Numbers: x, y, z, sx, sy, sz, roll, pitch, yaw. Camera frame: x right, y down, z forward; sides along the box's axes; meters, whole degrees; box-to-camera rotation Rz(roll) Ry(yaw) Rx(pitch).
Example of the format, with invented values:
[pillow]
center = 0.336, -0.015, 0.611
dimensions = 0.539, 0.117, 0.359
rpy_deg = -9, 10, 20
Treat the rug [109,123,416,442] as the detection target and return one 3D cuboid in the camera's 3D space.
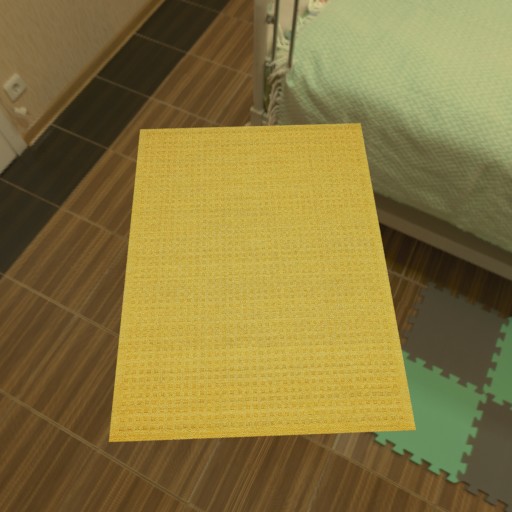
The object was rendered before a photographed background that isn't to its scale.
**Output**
[rug]
center = 0.000, 0.000, 4.294
dimensions = 2.486, 0.015, 3.242
rpy_deg = -2, 64, -1
